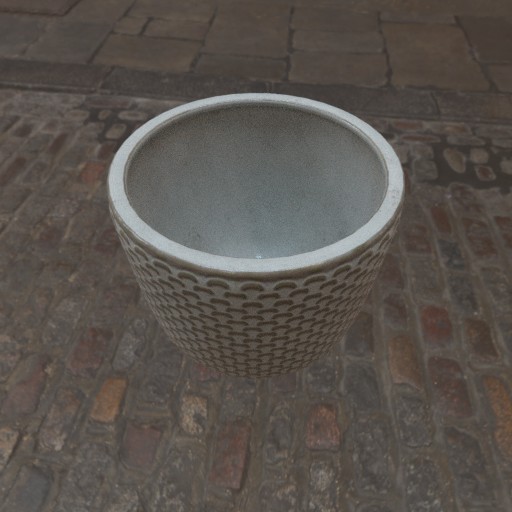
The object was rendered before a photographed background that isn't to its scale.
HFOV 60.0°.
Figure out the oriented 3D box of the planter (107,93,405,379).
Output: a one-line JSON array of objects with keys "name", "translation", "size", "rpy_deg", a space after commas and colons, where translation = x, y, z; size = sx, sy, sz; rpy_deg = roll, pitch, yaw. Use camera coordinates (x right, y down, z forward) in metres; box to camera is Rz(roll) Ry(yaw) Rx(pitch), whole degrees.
[{"name": "planter", "translation": [0.000, 0.000, 0.316], "size": [0.173, 0.160, 0.173], "rpy_deg": [0, 47, 0]}]
